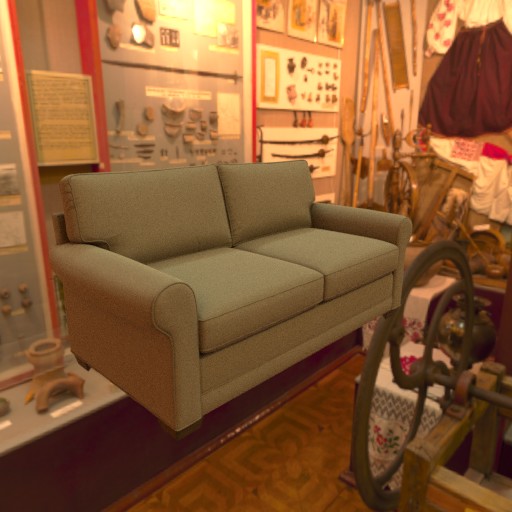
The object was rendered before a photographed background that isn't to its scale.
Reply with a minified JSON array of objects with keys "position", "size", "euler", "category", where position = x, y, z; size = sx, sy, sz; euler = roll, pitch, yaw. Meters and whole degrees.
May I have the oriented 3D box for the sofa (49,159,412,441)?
[{"position":[0.000,0.000,2.397],"size":[0.940,0.952,1.930],"euler":[14,21,42],"category":"sofa"}]
